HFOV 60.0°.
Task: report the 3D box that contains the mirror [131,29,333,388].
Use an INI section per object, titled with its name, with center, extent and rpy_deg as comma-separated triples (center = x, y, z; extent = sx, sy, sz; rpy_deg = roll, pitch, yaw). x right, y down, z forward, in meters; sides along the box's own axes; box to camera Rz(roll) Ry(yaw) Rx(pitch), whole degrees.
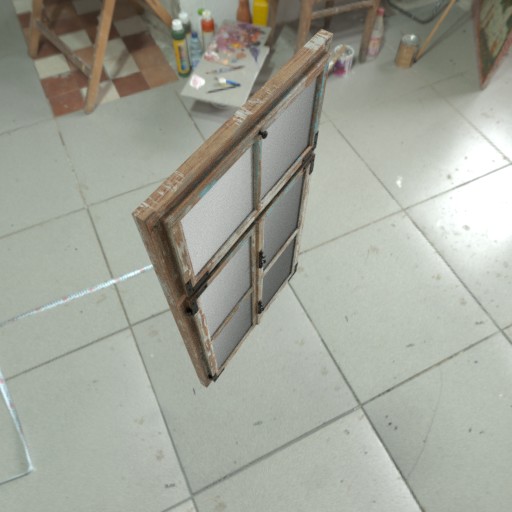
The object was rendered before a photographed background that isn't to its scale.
[mirror]
center = 0.000, 0.000, 1.494
extent = 0.083, 1.213, 0.707
rpy_deg = 31, 64, 17
